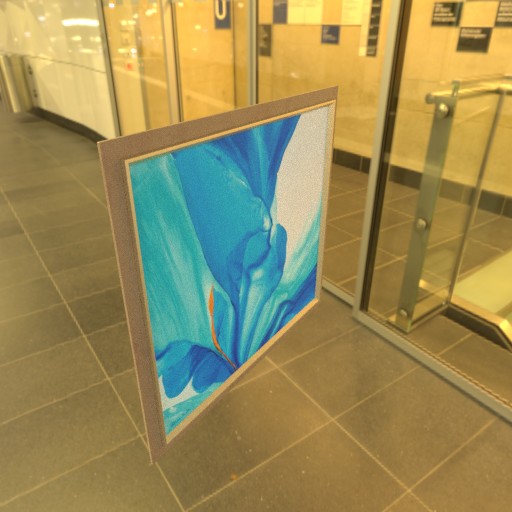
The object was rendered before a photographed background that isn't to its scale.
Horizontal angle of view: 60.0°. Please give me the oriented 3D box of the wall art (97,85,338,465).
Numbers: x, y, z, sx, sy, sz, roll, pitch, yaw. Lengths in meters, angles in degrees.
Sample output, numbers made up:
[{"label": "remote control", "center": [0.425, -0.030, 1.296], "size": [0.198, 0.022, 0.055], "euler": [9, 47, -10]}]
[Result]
[{"label": "wall art", "center": [0.000, 0.000, 1.637], "size": [0.025, 1.067, 1.168], "euler": [19, 33, 31]}]
